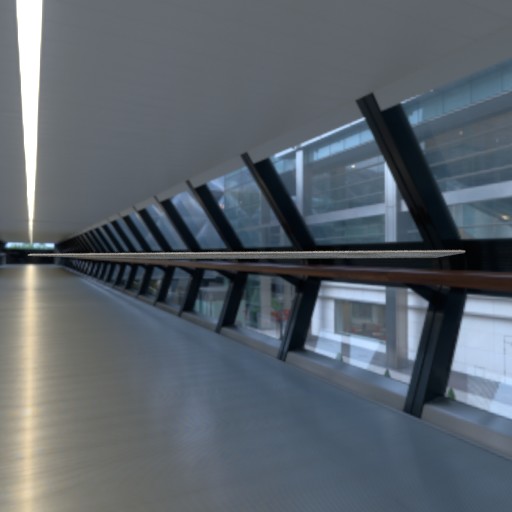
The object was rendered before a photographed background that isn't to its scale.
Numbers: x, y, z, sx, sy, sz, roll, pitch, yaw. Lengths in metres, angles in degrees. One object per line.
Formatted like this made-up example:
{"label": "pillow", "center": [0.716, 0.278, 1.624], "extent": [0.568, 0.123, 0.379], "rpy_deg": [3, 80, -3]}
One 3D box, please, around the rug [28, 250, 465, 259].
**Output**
{"label": "rug", "center": [0.000, 0.000, 3.066], "extent": [2.431, 0.012, 1.536], "rpy_deg": [0, -1, 17]}
